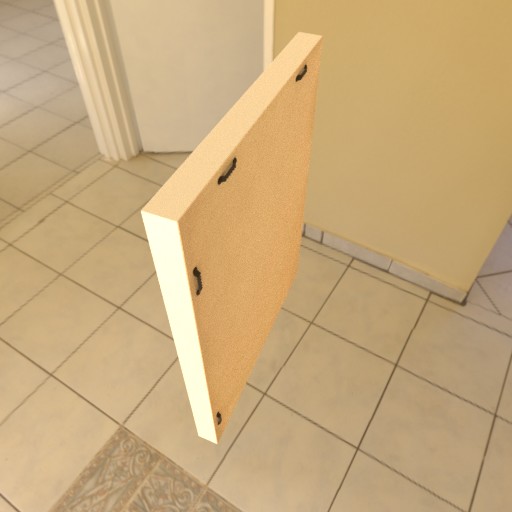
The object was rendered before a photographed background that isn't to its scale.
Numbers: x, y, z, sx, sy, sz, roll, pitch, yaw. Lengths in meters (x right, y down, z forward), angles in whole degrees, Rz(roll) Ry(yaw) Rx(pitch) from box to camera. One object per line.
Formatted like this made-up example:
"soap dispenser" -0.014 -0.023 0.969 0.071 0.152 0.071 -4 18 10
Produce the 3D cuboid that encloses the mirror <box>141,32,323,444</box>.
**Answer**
"mirror" 0.000 0.000 0.679 0.041 0.508 0.405 17 50 15
